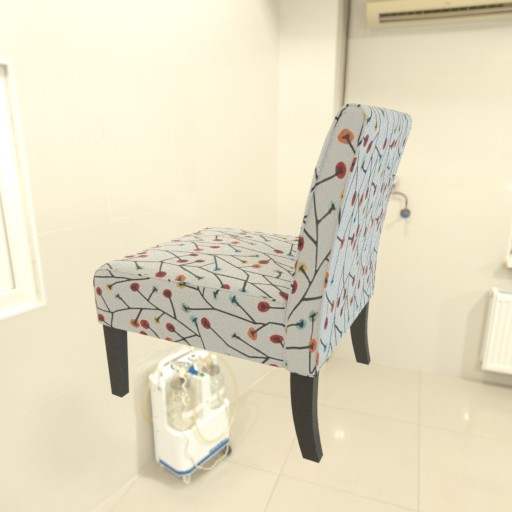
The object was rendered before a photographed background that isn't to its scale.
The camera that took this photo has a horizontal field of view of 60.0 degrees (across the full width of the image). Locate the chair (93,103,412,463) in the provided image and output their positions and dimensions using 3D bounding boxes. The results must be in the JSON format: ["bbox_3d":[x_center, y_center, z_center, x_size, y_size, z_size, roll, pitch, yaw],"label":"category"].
[{"bbox_3d":[0.000,0.000,1.305,0.732,0.813,0.597,8,18,26],"label":"chair"}]
